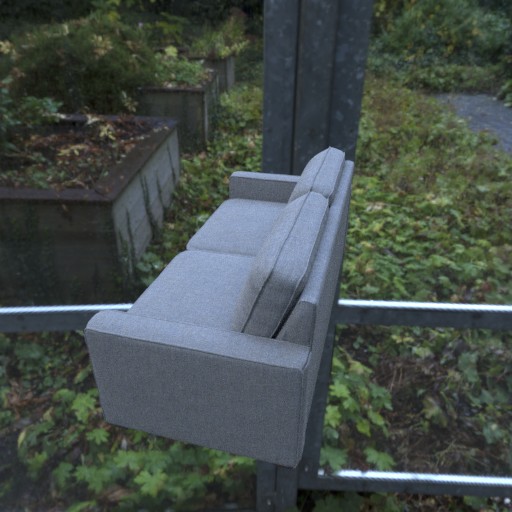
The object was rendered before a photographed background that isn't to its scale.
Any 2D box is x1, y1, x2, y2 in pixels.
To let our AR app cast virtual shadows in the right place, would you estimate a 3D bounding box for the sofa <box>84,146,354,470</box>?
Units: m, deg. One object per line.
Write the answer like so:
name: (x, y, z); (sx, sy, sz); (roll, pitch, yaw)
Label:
sofa: (0.000, 0.000, 2.625); (0.945, 0.918, 2.078); (8, 30, 13)
